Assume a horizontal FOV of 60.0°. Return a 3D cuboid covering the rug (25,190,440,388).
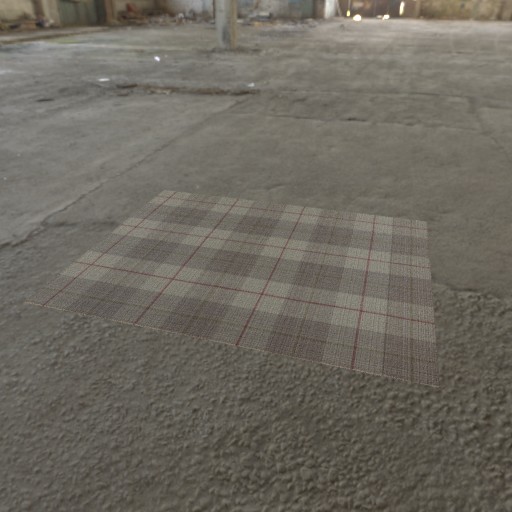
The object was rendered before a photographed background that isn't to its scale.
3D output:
[{"bbox_3d":[0.000,0.000,3.944,2.959,0.016,2.317,9,32,14],"label":"rug"}]
